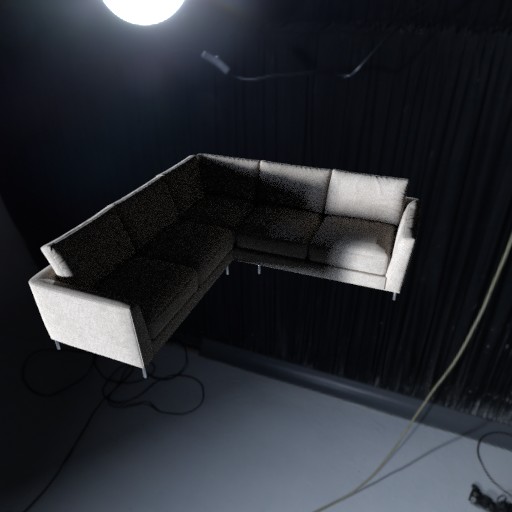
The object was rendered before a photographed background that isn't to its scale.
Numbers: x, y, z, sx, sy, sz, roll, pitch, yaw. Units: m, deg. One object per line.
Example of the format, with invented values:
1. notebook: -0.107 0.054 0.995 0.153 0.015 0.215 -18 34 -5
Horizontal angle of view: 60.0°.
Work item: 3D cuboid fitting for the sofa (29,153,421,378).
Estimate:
1. sofa: 0.000 0.000 3.675 2.438 0.864 2.438 11 33 18
